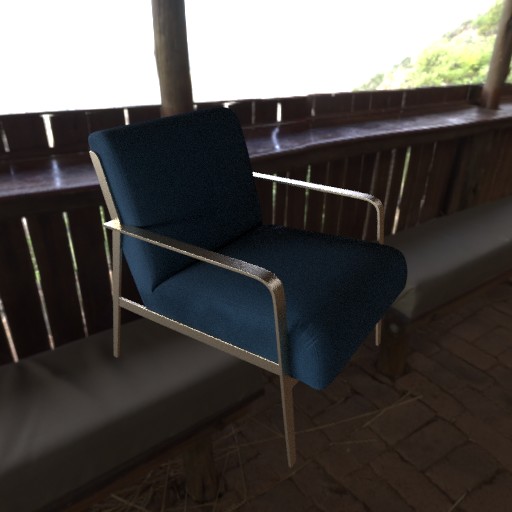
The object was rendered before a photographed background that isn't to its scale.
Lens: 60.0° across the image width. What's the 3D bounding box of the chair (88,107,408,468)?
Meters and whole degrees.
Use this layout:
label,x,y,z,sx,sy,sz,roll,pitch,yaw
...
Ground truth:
label,x,y,z,sx,sy,sz,roll,pitch,yaw
chair,0.000,0.000,1.477,0.859,0.831,0.692,18,32,31
